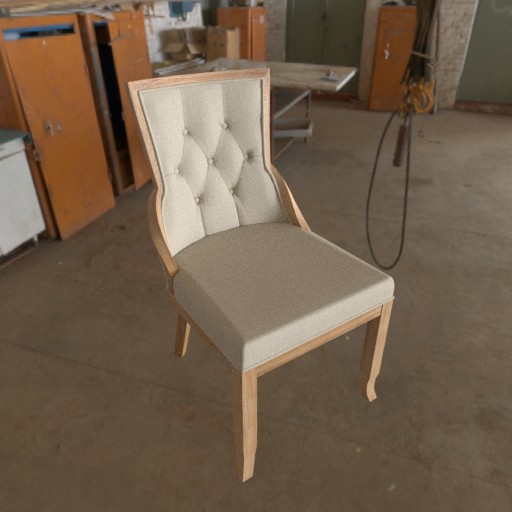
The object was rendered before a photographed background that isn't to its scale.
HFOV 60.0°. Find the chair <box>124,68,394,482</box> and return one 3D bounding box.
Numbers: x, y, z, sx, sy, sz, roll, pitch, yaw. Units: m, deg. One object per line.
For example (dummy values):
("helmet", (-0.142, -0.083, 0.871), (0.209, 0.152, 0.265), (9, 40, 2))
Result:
("chair", (0.000, 0.000, 1.318), (0.524, 0.947, 0.641), (-19, 36, -29))
